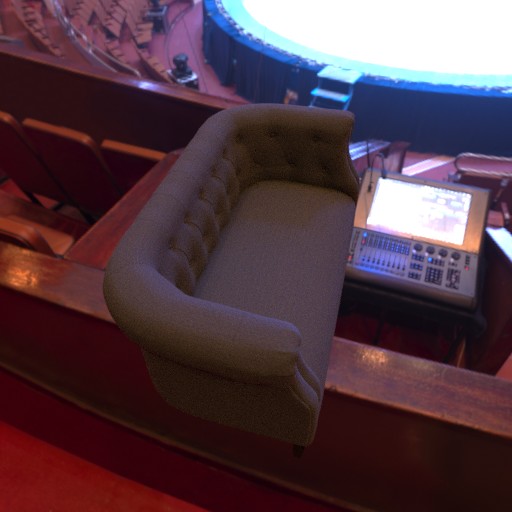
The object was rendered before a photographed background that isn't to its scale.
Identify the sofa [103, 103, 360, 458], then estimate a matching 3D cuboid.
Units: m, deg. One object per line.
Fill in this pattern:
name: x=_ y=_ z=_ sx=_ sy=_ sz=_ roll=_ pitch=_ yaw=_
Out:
sofa: x=0.000 y=0.000 z=2.065 sx=0.835 sy=0.827 sz=1.558 roll=11 pitch=46 yaw=11
